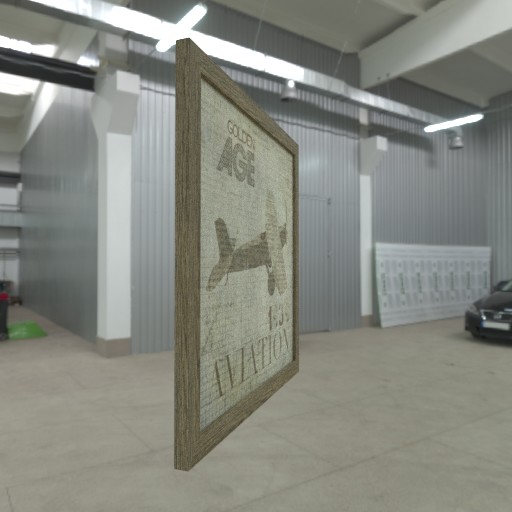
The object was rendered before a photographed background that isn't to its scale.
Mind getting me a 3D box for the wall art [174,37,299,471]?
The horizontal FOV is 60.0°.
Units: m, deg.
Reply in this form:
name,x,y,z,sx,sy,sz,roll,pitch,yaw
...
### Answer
name,x,y,z,sx,sy,sz,roll,pitch,yaw
wall art,0.000,0.000,0.759,0.019,0.508,0.508,0,-1,20
